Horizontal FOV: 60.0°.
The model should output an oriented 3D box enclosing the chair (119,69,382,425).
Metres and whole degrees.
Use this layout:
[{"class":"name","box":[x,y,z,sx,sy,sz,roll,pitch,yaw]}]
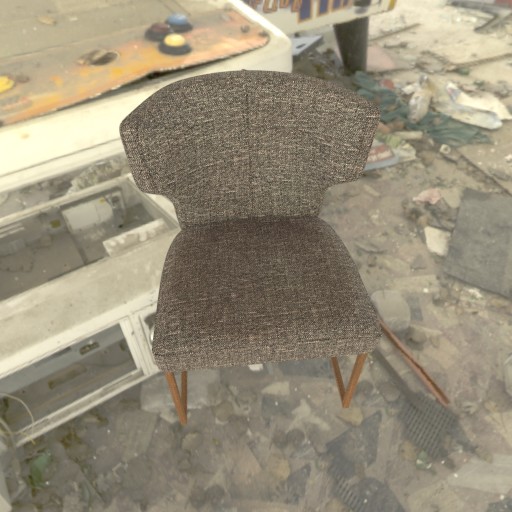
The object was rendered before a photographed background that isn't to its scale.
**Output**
[{"class":"chair","box":[0.000,0.000,1.255,0.611,0.824,0.617,-4,47,-4]}]
